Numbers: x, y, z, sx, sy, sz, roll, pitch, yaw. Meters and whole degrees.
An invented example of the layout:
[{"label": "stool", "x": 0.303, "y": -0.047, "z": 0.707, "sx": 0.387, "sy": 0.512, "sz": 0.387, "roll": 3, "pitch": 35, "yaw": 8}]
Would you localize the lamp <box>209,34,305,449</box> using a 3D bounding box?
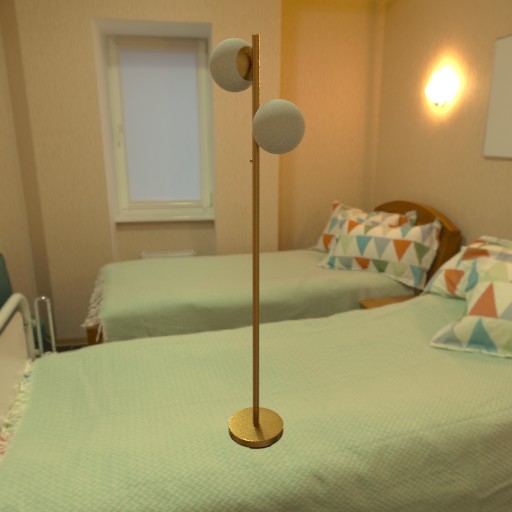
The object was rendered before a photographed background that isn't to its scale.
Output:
[{"label": "lamp", "x": 0.000, "y": 0.000, "z": 1.794, "sx": 0.419, "sy": 1.641, "sz": 0.249, "roll": 14, "pitch": 21, "yaw": 43}]
